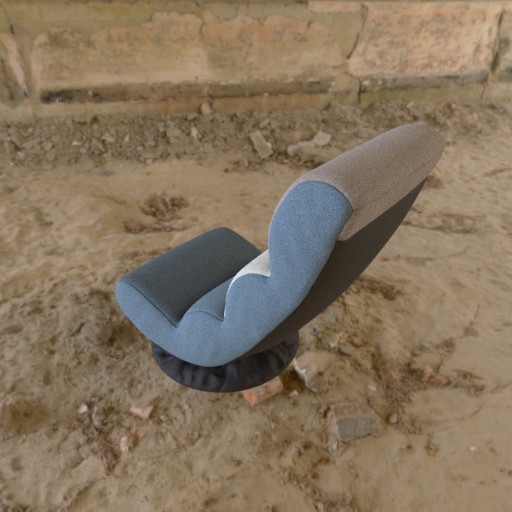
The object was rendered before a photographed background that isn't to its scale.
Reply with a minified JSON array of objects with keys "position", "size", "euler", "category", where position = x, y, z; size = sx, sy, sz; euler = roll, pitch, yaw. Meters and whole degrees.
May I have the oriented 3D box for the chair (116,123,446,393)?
[{"position":[0.000,0.000,1.047],"size":[0.661,0.641,0.420],"euler":[22,38,32],"category":"chair"}]
